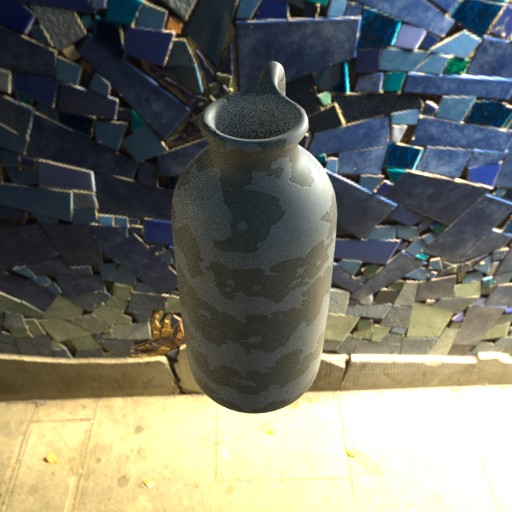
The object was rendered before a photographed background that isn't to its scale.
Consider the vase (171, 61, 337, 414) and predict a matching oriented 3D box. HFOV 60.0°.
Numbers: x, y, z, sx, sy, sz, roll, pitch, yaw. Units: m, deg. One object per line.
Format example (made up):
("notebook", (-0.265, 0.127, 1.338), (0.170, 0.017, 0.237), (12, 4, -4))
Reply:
("vase", (0.000, 0.000, 0.504), (0.186, 0.382, 0.203), (10, 46, 9))
